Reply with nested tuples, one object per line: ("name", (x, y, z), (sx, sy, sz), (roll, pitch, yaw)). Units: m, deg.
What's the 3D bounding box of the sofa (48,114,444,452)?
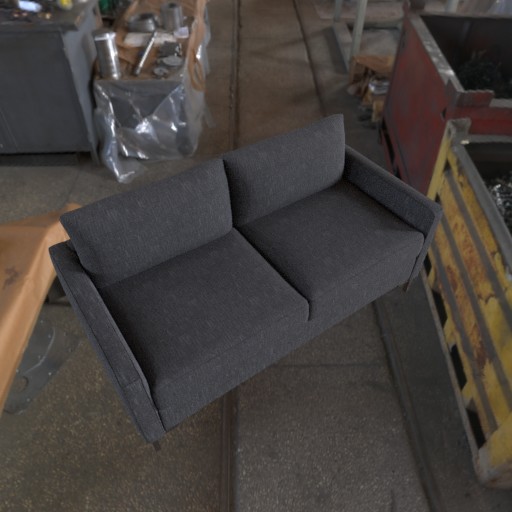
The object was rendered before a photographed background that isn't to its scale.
("sofa", (0.000, 0.000, 2.208), (1.716, 0.862, 0.866), (-26, 51, -23))
